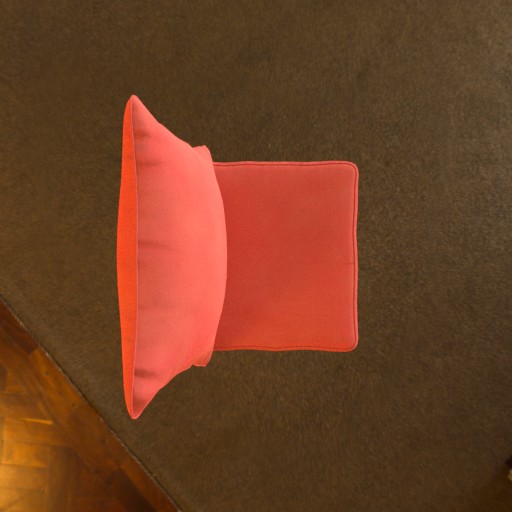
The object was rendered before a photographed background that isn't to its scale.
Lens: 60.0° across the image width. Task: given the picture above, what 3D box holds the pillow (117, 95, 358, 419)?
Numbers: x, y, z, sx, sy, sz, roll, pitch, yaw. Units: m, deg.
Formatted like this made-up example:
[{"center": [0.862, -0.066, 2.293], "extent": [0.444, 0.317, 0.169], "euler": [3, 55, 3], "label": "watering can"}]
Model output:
[{"center": [0.000, 0.000, 1.381], "extent": [0.733, 0.725, 0.798], "euler": [0, 90, 1], "label": "pillow"}]
